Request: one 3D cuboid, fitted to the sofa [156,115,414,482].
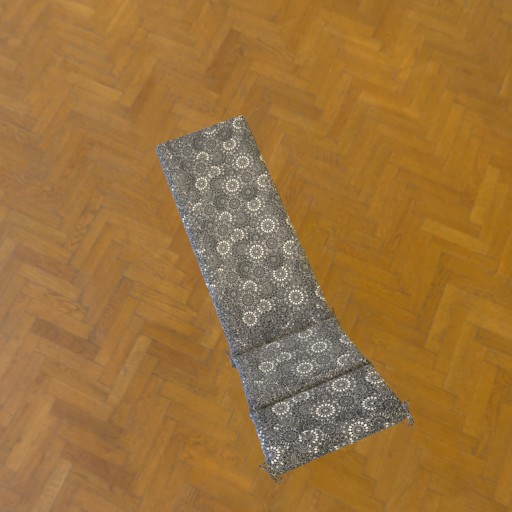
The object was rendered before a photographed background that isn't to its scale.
[{"bbox_3d":[0.000,0.000,1.974,0.582,0.622,1.663,-21,77,-5],"label":"sofa"}]
